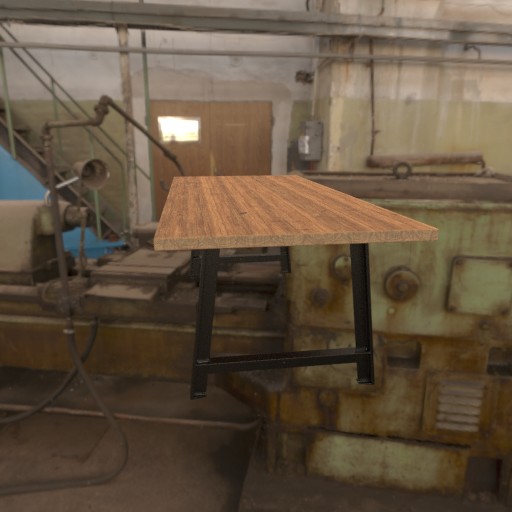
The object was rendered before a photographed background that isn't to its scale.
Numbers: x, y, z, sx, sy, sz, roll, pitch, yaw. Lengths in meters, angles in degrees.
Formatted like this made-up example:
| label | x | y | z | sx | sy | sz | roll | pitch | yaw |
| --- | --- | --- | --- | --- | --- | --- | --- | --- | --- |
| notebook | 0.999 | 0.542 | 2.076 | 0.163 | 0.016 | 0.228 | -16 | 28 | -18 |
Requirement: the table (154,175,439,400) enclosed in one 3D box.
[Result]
| label | x | y | z | sx | sy | sz | roll | pitch | yaw |
| --- | --- | --- | --- | --- | --- | --- | --- | --- | --- |
| table | 0.000 | 0.000 | 2.662 | 1.000 | 0.757 | 2.200 | -2 | 15 | -8 |
